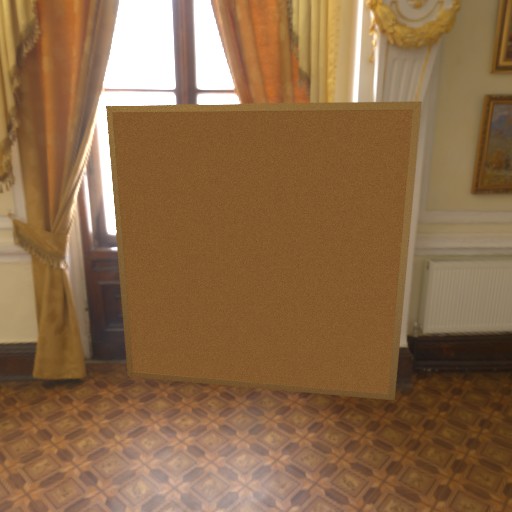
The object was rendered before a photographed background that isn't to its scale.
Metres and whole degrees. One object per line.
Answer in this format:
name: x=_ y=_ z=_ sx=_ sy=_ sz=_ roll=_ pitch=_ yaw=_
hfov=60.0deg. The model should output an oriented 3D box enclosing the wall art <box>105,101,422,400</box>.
wall art: x=0.000 y=0.000 z=1.172 sx=0.762 sy=0.762 sz=0.038 roll=2 pitch=15 yaw=9
